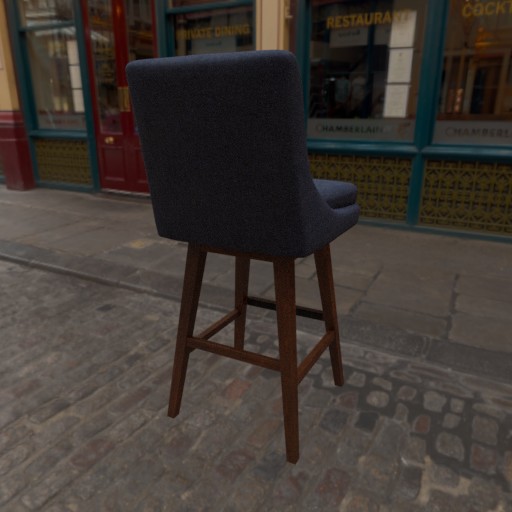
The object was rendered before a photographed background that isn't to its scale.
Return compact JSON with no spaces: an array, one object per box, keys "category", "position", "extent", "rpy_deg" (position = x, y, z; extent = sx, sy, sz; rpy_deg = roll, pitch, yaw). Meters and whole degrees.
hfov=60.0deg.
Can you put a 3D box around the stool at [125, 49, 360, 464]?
[{"category":"stool","position":[0.000,0.000,1.348],"extent":[0.489,1.068,0.572],"rpy_deg":[9,19,27]}]
